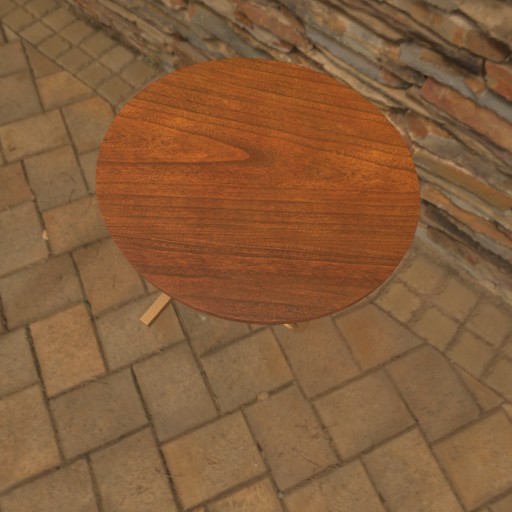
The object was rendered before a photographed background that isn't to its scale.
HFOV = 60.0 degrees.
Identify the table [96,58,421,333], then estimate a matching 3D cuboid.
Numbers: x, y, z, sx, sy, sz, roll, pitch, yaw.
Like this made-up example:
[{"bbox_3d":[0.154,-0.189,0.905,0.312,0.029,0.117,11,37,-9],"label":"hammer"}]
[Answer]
[{"bbox_3d":[0.000,0.000,1.094,0.577,0.706,0.530,34,69,15],"label":"table"}]
